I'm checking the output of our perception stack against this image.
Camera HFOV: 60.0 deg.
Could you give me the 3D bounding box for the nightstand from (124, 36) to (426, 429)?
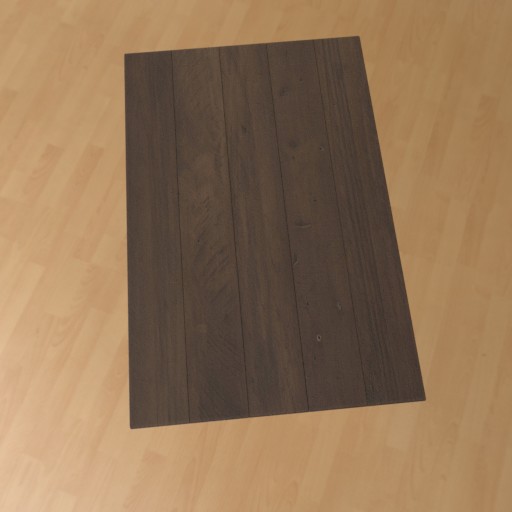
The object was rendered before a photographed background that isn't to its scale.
[{"bbox_3d":[0.000,0.000,1.023,0.450,0.599,0.650,-5,75,-1],"label":"nightstand"}]
